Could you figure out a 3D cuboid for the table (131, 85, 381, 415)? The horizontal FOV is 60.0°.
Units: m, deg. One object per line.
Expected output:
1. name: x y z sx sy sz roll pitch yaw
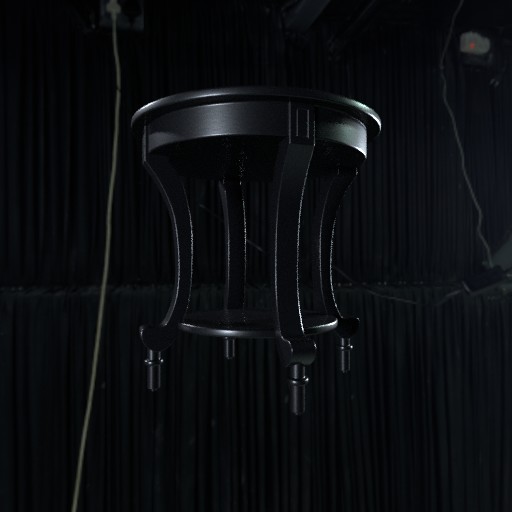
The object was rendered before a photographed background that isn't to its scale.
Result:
1. table: 0.000 0.000 1.100 0.597 0.618 0.597 0 0 0
